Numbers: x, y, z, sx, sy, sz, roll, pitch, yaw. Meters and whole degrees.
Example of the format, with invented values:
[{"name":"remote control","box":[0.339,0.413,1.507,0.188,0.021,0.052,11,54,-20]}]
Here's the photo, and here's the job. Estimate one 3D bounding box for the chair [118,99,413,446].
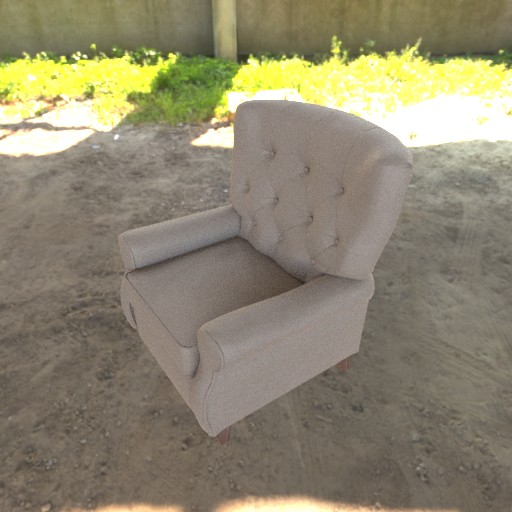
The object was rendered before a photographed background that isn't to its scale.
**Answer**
[{"name":"chair","box":[0.000,0.000,1.942,1.041,1.138,0.999,-21,38,-29]}]
